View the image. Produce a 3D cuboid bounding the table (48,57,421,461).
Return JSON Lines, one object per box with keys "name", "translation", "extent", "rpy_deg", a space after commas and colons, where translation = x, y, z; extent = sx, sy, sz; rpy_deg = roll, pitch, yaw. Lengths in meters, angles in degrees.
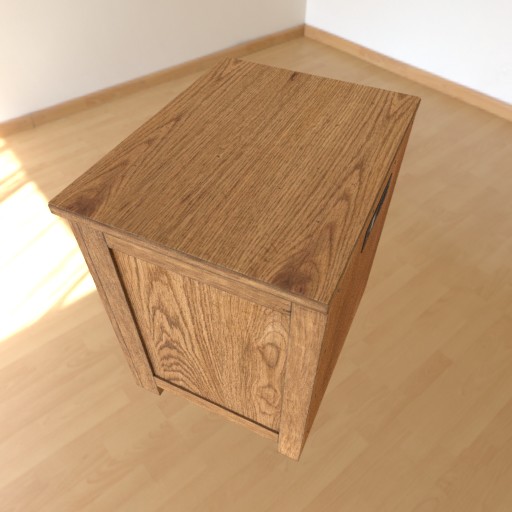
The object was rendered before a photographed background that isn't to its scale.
{"name": "table", "translation": [0.000, 0.000, 1.049], "extent": [0.494, 0.625, 0.601], "rpy_deg": [19, 50, 17]}
